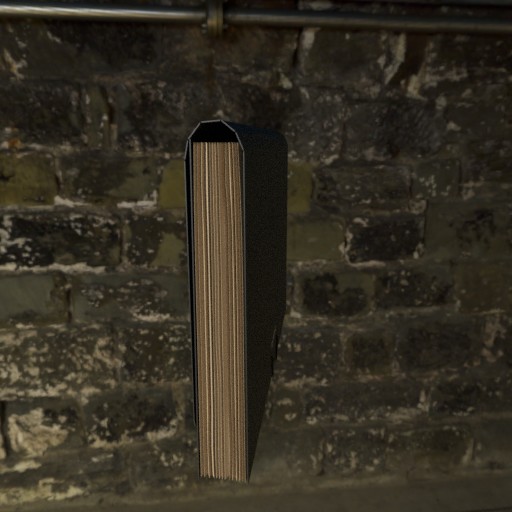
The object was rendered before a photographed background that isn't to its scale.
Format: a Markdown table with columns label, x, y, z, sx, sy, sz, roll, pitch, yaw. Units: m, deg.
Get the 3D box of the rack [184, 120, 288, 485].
| label | x | y | z | sx | sy | sz | roll | pitch | yaw |
| --- | --- | --- | --- | --- | --- | --- | --- | --- | --- |
| rack | 0.000 | 0.000 | 0.434 | 0.041 | 0.241 | 0.330 | 2 | 15 | 8 |
